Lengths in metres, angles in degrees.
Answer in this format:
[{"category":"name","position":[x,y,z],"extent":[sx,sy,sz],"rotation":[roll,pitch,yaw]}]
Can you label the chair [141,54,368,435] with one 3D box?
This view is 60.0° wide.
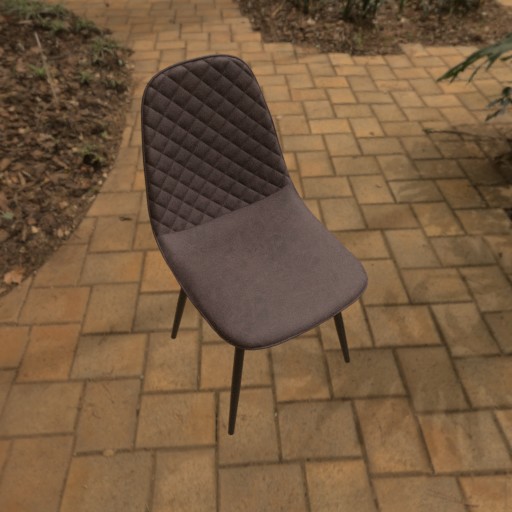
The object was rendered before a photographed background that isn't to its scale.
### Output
[{"category":"chair","position":[0.000,0.000,1.220],"extent":[0.472,0.889,0.561],"rotation":[-25,51,-22]}]
